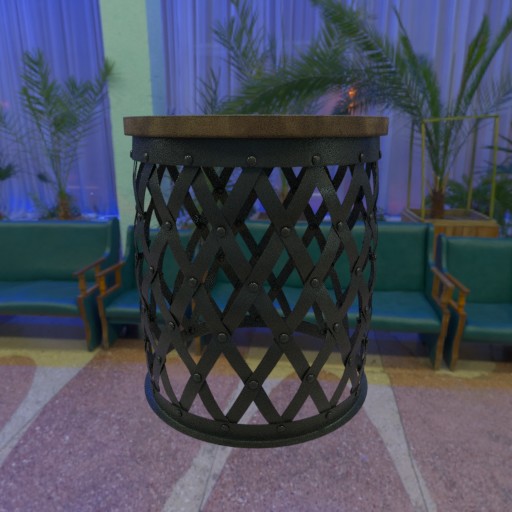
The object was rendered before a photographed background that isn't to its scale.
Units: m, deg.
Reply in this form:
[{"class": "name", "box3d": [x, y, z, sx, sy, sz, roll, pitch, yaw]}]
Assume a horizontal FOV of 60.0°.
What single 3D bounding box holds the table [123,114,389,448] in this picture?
[{"class": "table", "box3d": [0.000, 0.000, 0.763, 0.405, 0.454, 0.405, 0, 16, 0]}]
